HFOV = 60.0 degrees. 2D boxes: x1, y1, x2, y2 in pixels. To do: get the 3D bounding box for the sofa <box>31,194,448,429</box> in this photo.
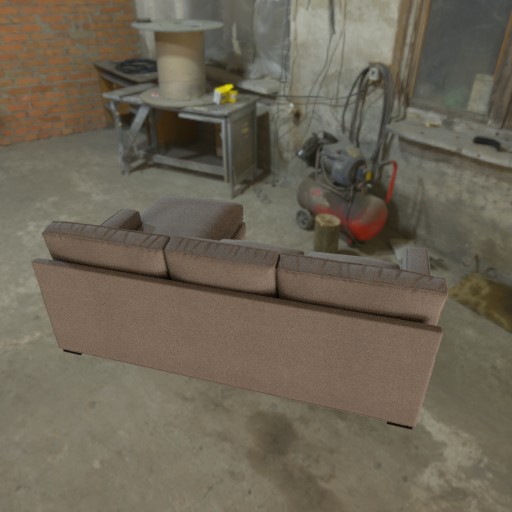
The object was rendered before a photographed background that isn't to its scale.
[{"bbox_3d":[0.000,0.000,2.855,2.087,0.861,1.496,9,33,13],"label":"sofa"}]
